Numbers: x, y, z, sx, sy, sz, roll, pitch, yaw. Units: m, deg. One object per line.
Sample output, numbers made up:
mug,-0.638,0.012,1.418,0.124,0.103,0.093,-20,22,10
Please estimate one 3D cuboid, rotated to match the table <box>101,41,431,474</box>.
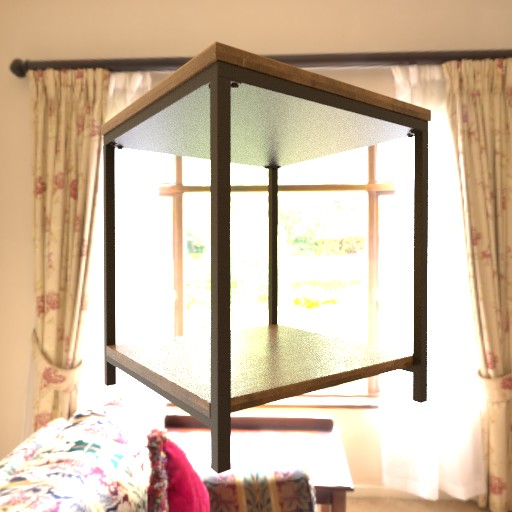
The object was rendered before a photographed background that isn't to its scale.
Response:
table,0.000,0.000,0.954,0.503,0.589,0.507,-1,1,-36
